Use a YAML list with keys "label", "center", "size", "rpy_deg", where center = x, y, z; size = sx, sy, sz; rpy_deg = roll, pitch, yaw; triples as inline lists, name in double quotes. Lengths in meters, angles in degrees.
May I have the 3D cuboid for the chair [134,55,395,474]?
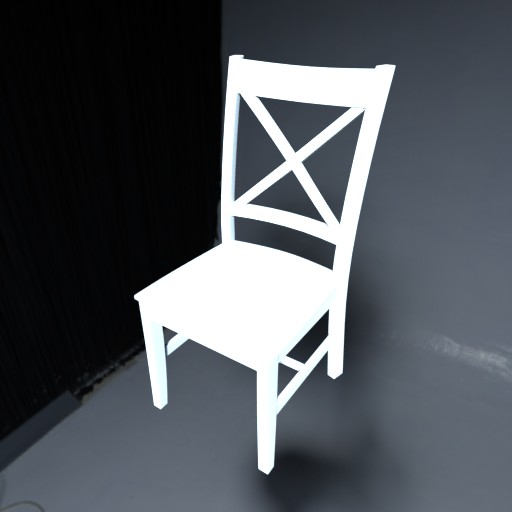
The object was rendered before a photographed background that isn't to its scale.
- label: "chair"
  center: [0.000, 0.000, 1.257]
  size: [0.485, 0.983, 0.542]
  rpy_deg: [18, 34, 29]
